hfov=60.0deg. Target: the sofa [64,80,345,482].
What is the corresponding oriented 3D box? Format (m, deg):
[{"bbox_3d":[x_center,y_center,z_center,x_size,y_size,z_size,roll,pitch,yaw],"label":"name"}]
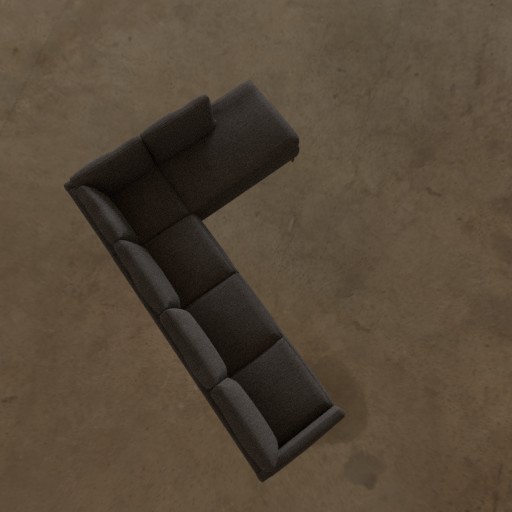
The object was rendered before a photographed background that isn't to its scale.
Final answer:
[{"bbox_3d":[0.000,0.000,3.840,2.007,0.815,2.949,-35,78,-8],"label":"sofa"}]
